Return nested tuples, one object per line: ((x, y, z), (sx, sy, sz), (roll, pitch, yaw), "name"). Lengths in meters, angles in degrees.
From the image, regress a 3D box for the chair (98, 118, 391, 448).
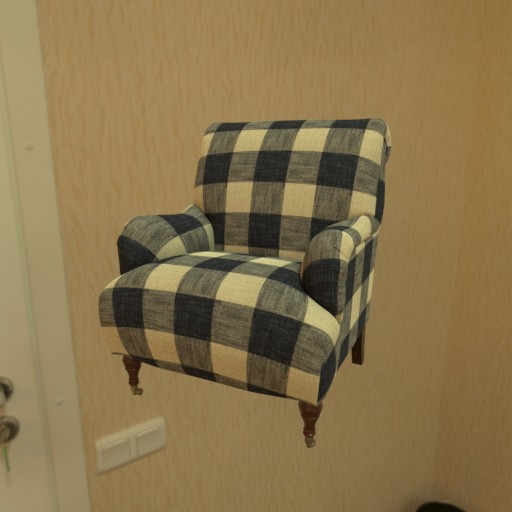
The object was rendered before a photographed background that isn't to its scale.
((0.000, 0.000, 1.571), (0.781, 0.953, 0.848), (7, 15, 25), "chair")
